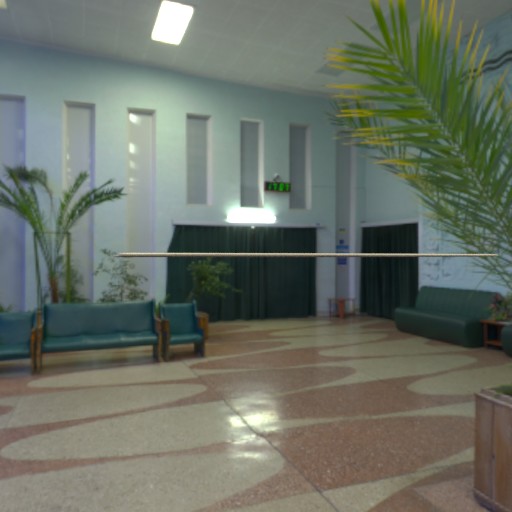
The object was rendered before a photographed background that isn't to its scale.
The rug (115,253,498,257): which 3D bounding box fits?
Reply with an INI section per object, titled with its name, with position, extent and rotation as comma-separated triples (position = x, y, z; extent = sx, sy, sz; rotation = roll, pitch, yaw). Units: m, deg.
[rug]
position = 0.000, 0.000, 4.060
extent = 2.462, 0.018, 3.039
rotation = 0, 0, -18
